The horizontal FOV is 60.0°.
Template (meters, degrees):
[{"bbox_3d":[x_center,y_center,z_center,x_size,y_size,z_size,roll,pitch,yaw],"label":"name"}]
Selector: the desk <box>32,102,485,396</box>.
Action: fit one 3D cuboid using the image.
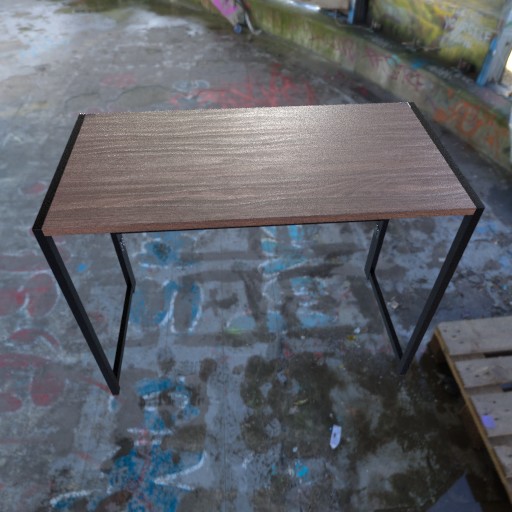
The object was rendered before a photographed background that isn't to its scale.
[{"bbox_3d":[0.000,0.000,1.432,1.016,0.762,0.508,-3,46,-3],"label":"desk"}]
